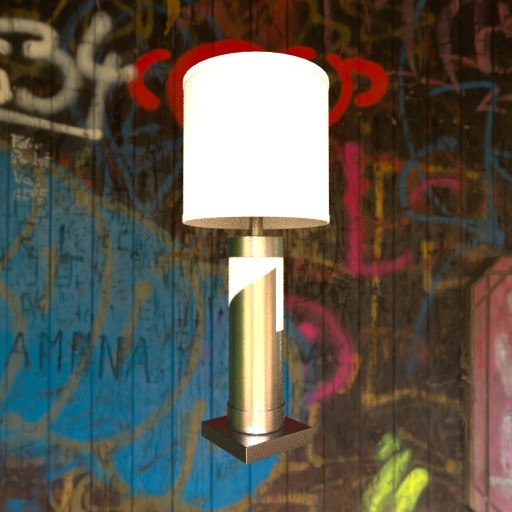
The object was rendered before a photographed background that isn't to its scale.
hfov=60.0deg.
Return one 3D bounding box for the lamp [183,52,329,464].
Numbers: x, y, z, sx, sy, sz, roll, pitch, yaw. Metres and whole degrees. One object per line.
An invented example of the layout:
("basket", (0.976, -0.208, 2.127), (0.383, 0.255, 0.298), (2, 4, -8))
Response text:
("lamp", (0.000, 0.000, 0.619), (0.202, 0.509, 0.202), (1, -1, -36))
